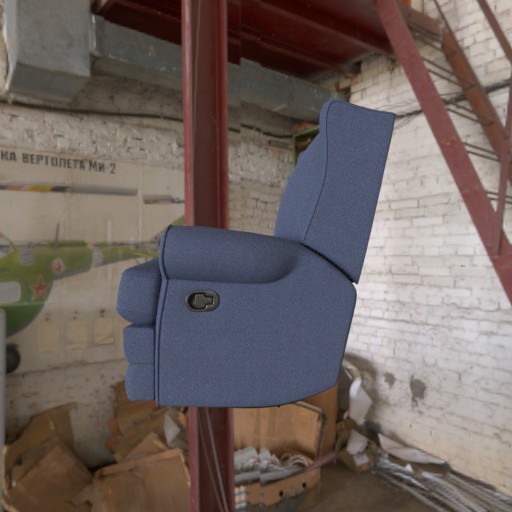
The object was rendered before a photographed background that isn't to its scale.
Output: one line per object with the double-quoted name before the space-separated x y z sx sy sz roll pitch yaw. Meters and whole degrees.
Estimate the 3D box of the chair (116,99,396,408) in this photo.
"chair" 0.000 0.000 1.742 0.877 1.020 0.971 0 0 -1
